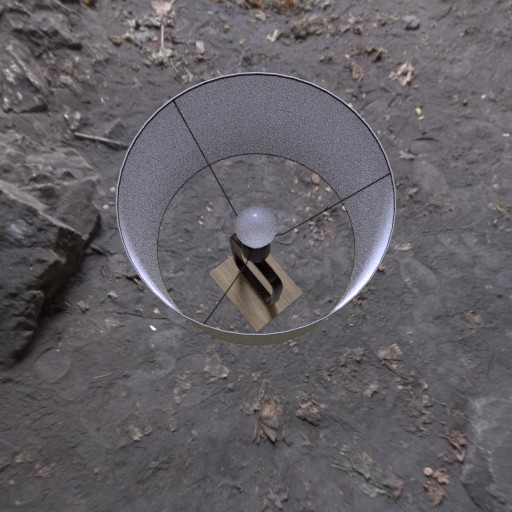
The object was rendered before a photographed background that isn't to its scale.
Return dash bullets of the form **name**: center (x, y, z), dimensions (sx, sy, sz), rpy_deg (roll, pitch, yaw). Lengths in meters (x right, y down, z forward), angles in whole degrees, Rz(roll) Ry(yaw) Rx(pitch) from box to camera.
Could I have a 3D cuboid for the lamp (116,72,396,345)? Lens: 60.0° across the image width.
- **lamp**: center (0.000, 0.000, 0.687), dimensions (0.279, 0.508, 0.279), rpy_deg (-38, 79, -9)
